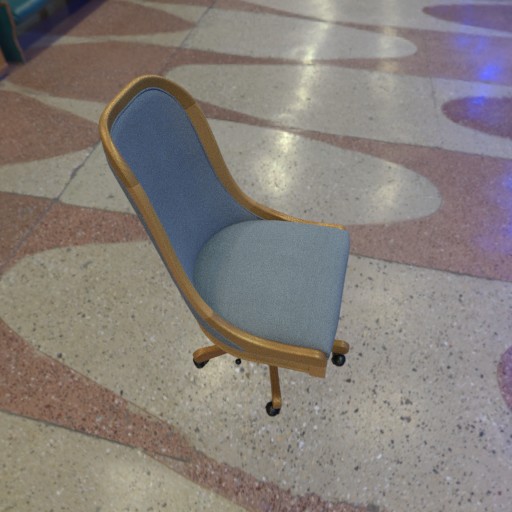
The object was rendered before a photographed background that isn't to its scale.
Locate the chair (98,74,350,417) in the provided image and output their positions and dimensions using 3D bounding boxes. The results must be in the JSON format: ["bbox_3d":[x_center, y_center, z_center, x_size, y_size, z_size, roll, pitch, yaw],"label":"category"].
[{"bbox_3d":[0.000,0.000,1.449,0.735,1.031,0.605,11,48,10],"label":"chair"}]
